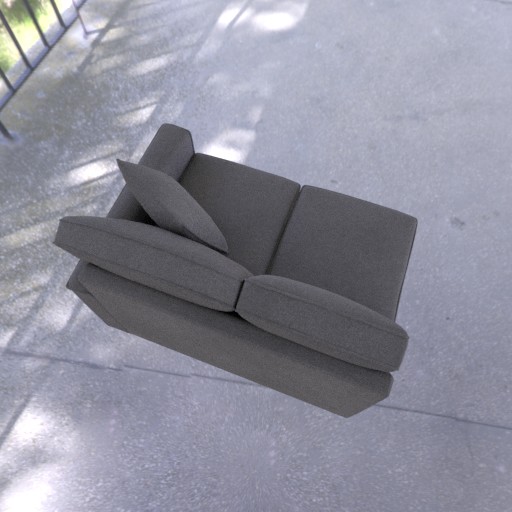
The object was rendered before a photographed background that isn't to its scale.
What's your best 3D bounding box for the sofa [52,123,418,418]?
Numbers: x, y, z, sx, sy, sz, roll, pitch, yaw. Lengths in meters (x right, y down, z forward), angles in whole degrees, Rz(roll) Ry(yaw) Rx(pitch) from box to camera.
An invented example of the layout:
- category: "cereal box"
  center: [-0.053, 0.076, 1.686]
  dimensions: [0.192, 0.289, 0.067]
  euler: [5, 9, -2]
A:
- category: "sofa"
  center: [0.000, 0.000, 2.103]
  dimensions: [1.388, 0.989, 0.991]
  euler: [19, 66, 9]
